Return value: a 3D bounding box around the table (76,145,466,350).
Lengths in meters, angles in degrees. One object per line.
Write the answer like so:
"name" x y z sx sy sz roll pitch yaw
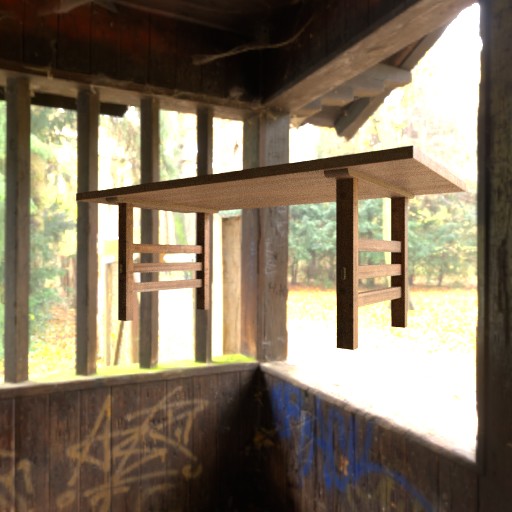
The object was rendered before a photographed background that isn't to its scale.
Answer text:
"table" 0.000 0.000 2.494 2.003 0.760 0.952 0 0 35
